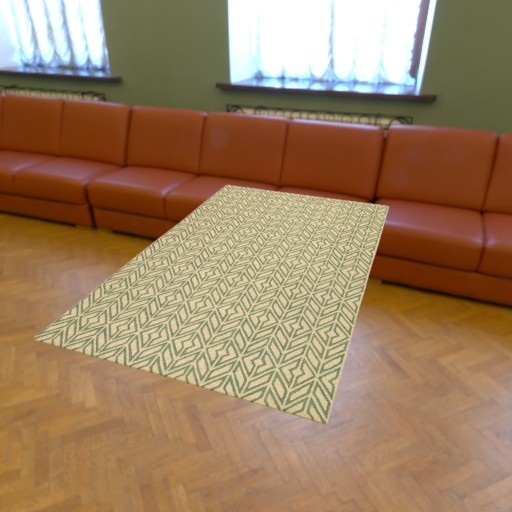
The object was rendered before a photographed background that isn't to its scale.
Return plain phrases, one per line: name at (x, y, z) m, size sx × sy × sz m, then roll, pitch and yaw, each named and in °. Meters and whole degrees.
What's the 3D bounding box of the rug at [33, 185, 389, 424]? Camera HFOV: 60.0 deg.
rug at (0.000, 0.000, 3.014) m, size 1.517 × 0.011 × 2.435 m, roll 10°, pitch 30°, yaw 18°
